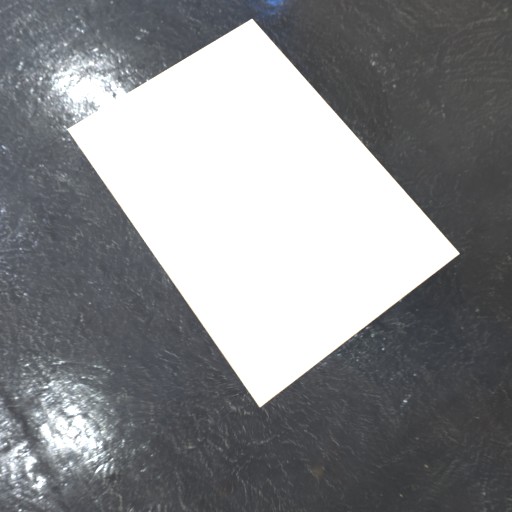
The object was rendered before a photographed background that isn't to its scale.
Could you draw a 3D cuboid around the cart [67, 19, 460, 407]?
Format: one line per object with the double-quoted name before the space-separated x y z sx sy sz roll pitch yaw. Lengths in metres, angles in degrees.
"cart" 0.000 0.000 1.166 0.406 0.857 0.578 -35 77 -9
